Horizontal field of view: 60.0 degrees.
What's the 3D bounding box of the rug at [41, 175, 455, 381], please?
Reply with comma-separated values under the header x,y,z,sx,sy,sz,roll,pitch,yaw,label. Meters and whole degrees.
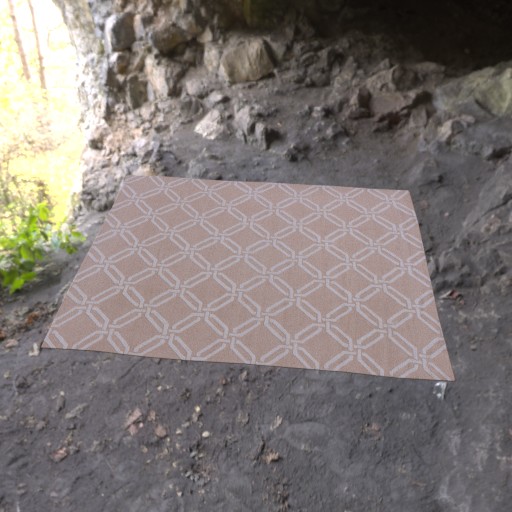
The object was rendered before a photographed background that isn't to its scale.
x,y,z,sx,sy,sz,roll,pitch,yaw,label
0.000,0.000,4.388,3.365,0.020,2.452,4,46,4,rug
